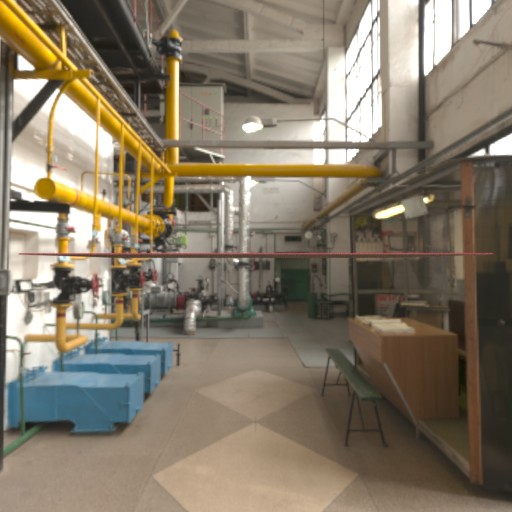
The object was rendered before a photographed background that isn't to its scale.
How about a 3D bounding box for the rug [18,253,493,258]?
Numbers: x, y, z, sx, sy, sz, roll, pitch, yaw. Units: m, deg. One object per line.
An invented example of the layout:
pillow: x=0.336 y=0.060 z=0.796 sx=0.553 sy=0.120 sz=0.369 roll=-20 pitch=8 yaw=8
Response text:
rug: x=0.000 y=0.000 z=3.026 sx=2.423 sy=0.010 sz=1.534 roll=0 pitch=-1 yaw=1
